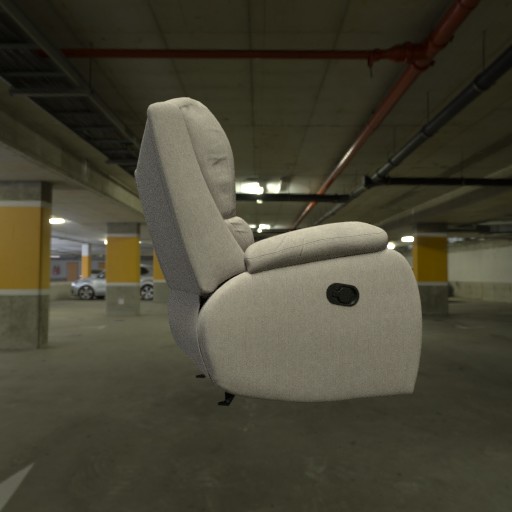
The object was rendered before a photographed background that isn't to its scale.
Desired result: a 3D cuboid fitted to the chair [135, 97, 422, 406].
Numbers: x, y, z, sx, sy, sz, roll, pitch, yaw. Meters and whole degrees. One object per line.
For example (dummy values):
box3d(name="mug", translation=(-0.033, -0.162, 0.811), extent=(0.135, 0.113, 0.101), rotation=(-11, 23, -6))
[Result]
box3d(name="chair", translation=(0.000, 0.000, 1.749), extent=(0.899, 1.011, 0.930), rotation=(1, -3, -18))
